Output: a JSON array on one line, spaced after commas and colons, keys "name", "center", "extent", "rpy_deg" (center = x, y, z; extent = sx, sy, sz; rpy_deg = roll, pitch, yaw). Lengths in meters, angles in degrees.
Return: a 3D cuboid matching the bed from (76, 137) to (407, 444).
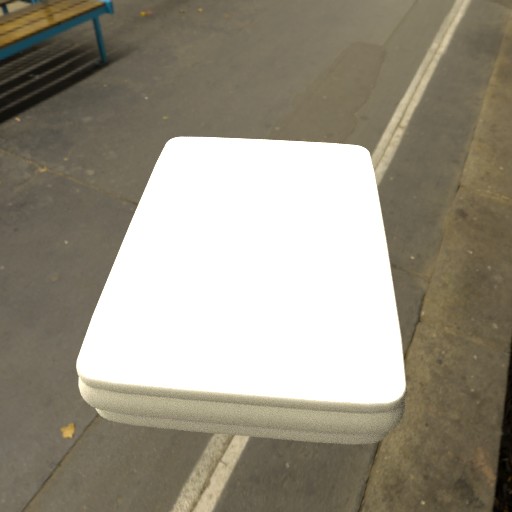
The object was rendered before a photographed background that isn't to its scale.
[{"name": "bed", "center": [0.000, 0.000, 2.655], "extent": [1.520, 0.460, 2.036], "rpy_deg": [4, 47, 3]}]
